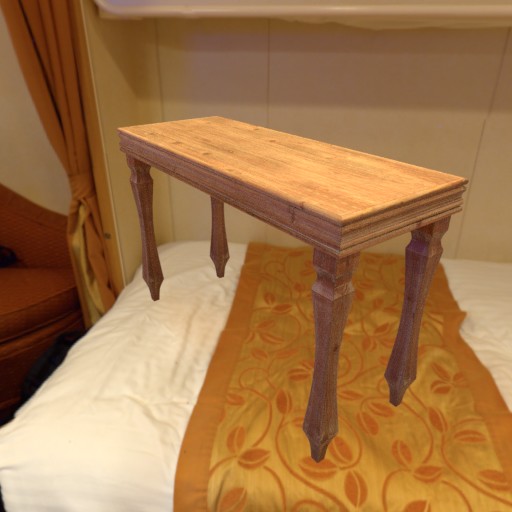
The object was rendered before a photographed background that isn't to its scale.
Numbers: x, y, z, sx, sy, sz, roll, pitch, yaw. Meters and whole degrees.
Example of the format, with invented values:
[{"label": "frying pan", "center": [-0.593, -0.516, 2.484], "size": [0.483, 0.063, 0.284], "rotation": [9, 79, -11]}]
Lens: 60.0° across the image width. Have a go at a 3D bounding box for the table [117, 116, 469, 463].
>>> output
[{"label": "table", "center": [0.000, 0.000, 1.795], "size": [0.522, 0.873, 1.330], "rotation": [-19, 32, -32]}]
